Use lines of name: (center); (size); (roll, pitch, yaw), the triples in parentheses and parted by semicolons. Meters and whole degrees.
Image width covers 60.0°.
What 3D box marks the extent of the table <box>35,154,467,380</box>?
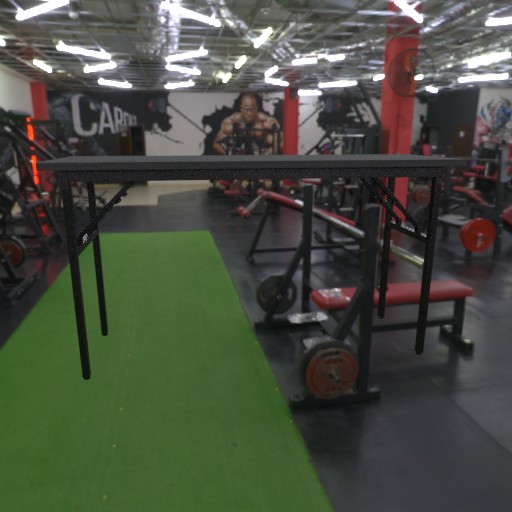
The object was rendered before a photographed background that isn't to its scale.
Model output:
table: (0.000, 0.000, 1.729); (1.399, 0.750, 0.449); (-2, 15, -8)
